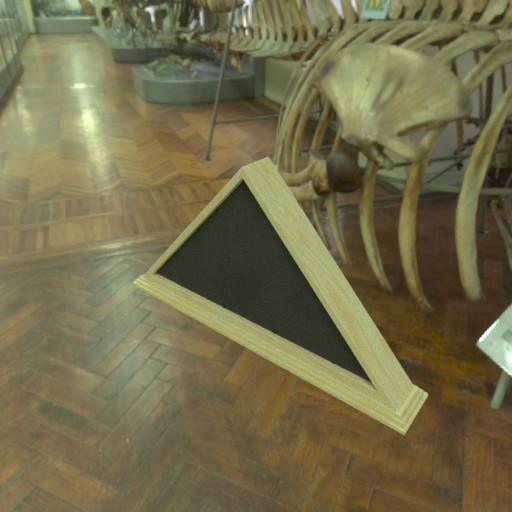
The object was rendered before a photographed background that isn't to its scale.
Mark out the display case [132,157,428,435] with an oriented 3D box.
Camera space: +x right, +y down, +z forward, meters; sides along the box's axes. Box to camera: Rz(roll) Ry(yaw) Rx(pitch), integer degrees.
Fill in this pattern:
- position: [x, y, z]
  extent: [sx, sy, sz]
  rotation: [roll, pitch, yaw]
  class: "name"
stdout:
- position: [0.000, 0.000, 0.777]
  extent: [0.640, 0.340, 0.095]
  rotation: [22, 37, 33]
  class: "display case"
